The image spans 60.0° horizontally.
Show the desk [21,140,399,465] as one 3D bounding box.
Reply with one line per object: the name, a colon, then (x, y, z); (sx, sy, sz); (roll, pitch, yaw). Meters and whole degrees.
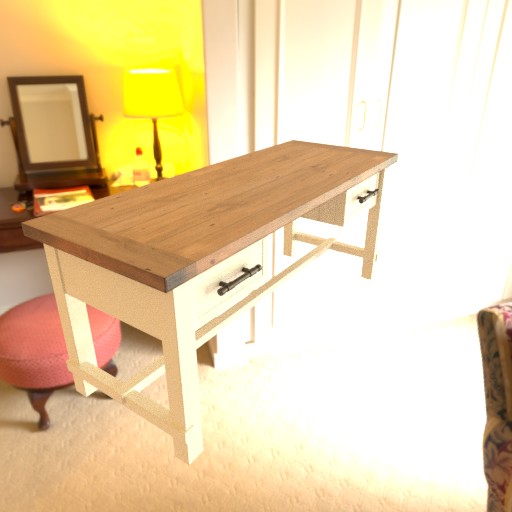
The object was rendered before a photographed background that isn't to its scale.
desk: (0.000, 0.000, 2.161); (0.688, 0.762, 1.803); (17, 30, 31)
